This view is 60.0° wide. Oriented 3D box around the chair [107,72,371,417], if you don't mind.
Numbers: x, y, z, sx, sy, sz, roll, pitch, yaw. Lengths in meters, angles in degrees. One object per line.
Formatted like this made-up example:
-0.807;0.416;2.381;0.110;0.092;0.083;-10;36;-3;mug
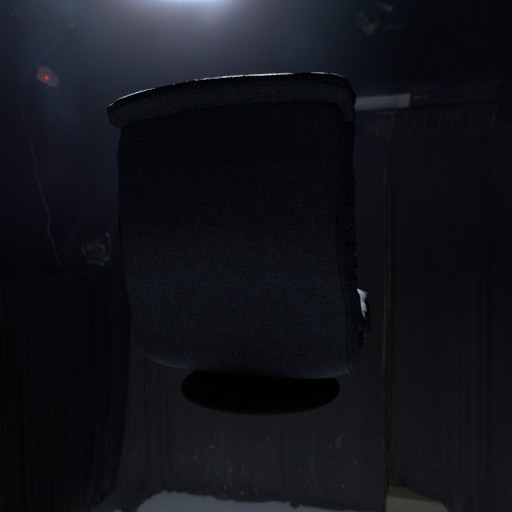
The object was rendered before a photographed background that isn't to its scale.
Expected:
0.000;0.000;1.224;0.597;0.749;0.668;0;0;16;chair
